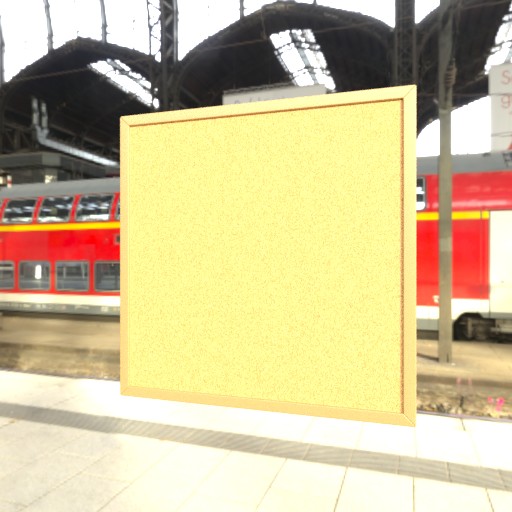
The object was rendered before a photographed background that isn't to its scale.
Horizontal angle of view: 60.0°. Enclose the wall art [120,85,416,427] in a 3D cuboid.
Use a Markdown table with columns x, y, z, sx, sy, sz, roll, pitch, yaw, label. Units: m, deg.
| x | y | z | sx | sy | sz | roll | pitch | yaw | label |
| --- | --- | --- | --- | --- | --- | --- | --- | --- | --- |
| 0.000 | 0.000 | 0.750 | 0.509 | 0.509 | 0.036 | 0 | 0 | 17 | wall art |
